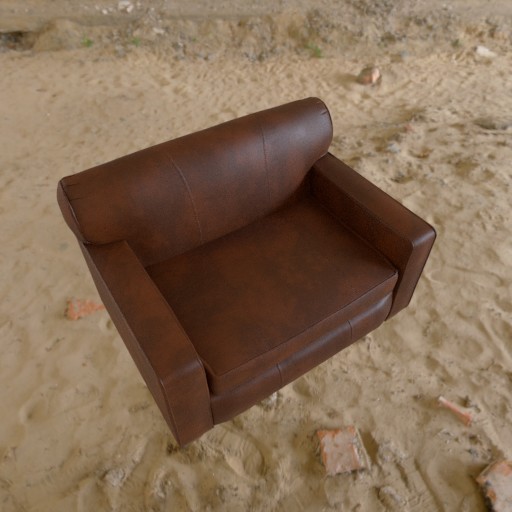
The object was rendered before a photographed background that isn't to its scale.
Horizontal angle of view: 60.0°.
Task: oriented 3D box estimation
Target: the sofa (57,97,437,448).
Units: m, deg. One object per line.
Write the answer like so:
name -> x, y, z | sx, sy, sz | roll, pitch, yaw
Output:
sofa -> 0.000, 0.000, 2.116 | 1.413, 0.956, 1.000 | -25, 51, -23
